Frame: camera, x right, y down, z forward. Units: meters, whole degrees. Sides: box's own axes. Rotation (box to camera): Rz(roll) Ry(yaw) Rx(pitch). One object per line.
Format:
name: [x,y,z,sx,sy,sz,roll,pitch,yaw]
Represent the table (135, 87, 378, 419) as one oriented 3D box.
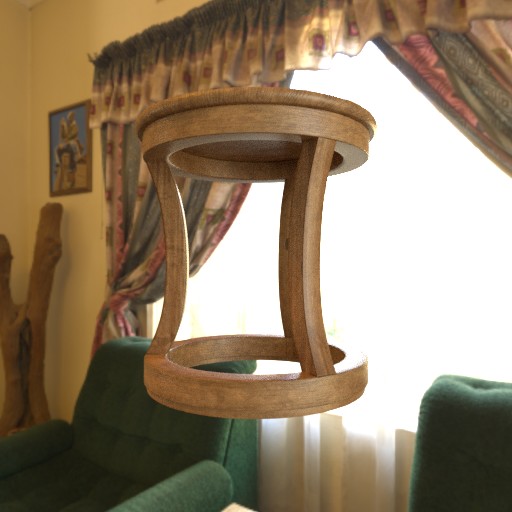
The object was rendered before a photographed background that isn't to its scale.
table: [0.000,0.000,0.815,0.432,0.460,0.432,0,-1,0]
